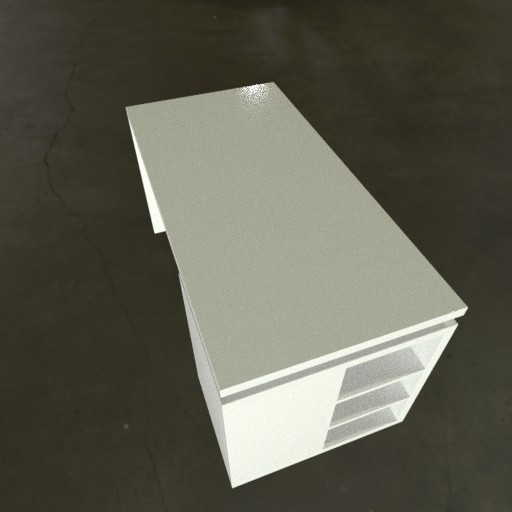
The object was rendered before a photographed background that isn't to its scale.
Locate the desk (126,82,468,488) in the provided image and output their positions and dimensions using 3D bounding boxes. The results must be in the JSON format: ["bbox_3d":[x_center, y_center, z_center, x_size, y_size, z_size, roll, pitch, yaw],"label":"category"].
[{"bbox_3d":[0.000,0.000,1.819,0.690,0.740,1.400,-15,48,-14],"label":"desk"}]
